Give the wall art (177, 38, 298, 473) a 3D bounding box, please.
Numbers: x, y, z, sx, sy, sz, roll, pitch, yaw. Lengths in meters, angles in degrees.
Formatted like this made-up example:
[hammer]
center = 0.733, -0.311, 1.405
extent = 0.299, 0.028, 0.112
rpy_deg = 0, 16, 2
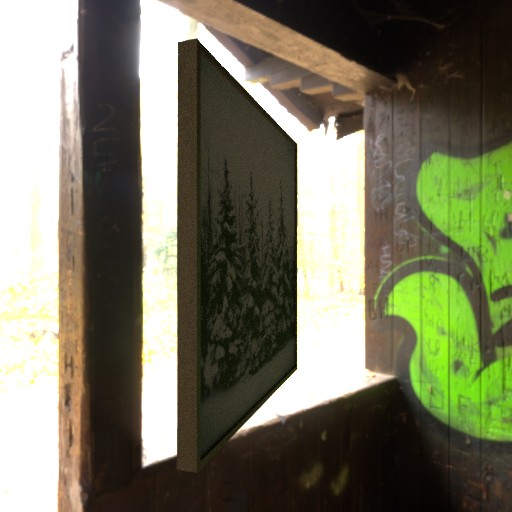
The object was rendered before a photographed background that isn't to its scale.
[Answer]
[wall art]
center = 0.000, 0.000, 1.137
extent = 0.039, 0.758, 0.758
rpy_deg = 0, 0, 19
